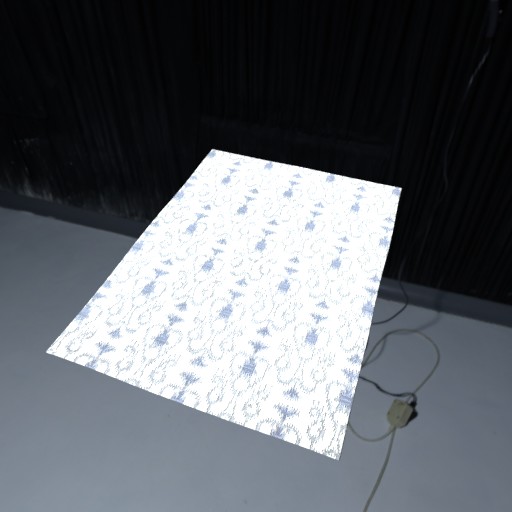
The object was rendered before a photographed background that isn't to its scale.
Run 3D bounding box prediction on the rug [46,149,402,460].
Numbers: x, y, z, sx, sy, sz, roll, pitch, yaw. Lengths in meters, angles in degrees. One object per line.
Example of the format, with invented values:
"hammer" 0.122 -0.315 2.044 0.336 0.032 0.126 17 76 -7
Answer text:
"rug" 0.000 0.000 3.017 1.676 0.013 2.261 15 47 14
